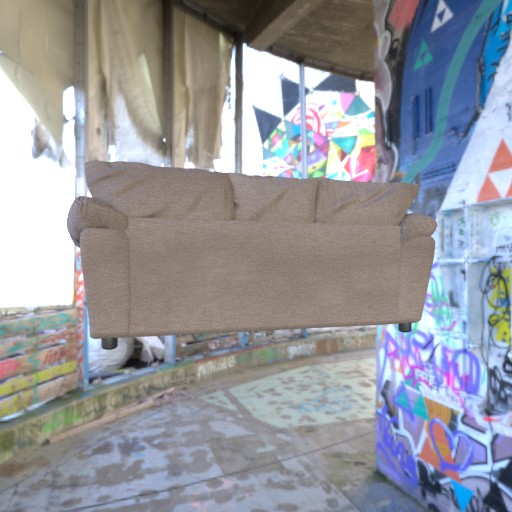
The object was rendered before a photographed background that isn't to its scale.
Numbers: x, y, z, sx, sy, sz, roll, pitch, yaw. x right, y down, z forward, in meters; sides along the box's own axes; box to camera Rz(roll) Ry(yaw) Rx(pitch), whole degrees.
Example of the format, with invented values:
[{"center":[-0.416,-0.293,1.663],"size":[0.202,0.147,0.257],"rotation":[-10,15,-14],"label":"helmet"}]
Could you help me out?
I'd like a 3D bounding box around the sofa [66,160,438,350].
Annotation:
[{"center":[0.000,0.000,3.012],"size":[2.390,1.043,0.927],"rotation":[0,-1,-18],"label":"sofa"}]
